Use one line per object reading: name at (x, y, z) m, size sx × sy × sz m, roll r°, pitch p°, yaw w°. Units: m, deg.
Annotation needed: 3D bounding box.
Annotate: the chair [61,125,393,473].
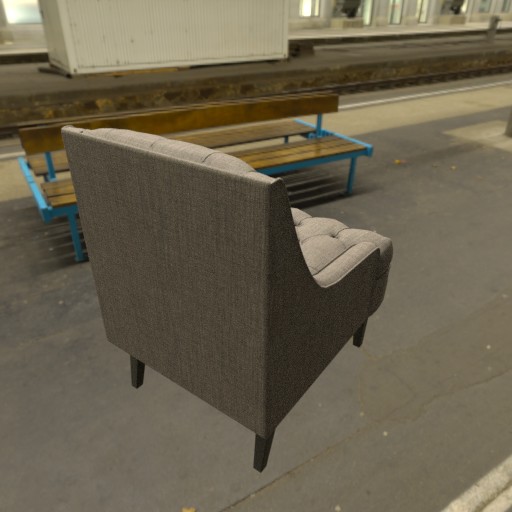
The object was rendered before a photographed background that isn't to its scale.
chair at (0.000, 0.000, 1.403) m, size 0.655 × 0.891 × 0.771 m, roll 20°, pitch 36°, yaw 31°
